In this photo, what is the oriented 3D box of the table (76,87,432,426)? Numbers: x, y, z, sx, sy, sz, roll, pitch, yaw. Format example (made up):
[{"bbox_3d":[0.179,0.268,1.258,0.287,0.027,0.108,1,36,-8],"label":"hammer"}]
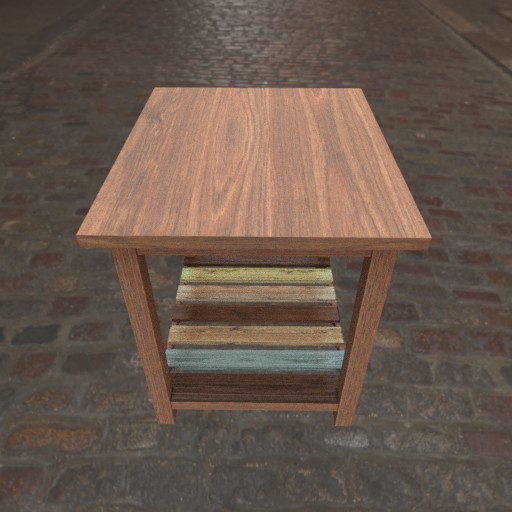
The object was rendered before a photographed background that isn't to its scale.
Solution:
[{"bbox_3d":[0.000,0.000,1.153,0.559,0.635,0.660,0,40,1],"label":"table"}]
